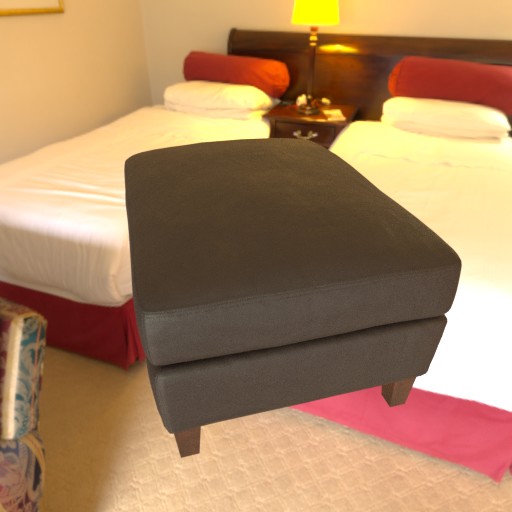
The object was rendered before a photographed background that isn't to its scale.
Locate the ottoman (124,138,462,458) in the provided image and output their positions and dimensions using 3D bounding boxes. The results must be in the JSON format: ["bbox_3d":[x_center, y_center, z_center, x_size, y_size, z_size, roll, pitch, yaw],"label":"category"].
[{"bbox_3d":[0.000,0.000,1.242,0.659,0.529,0.887,-8,32,-13],"label":"ottoman"}]
